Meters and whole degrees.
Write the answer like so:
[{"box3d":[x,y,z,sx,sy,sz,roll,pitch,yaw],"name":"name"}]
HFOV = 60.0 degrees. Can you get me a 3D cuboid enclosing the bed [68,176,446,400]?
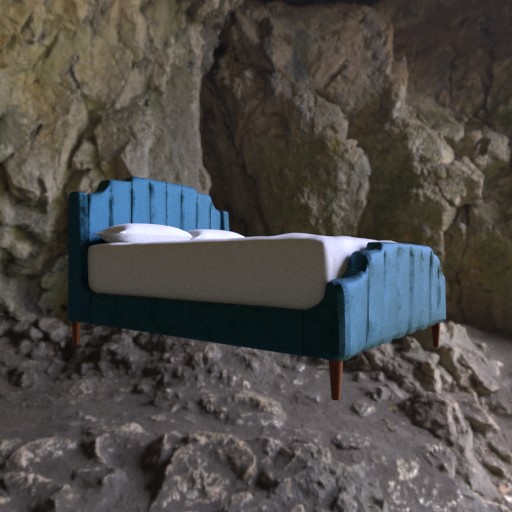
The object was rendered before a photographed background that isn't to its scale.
[{"box3d":[0.000,0.000,3.309,2.322,1.338,1.678,-1,-1,38],"name":"bed"}]
